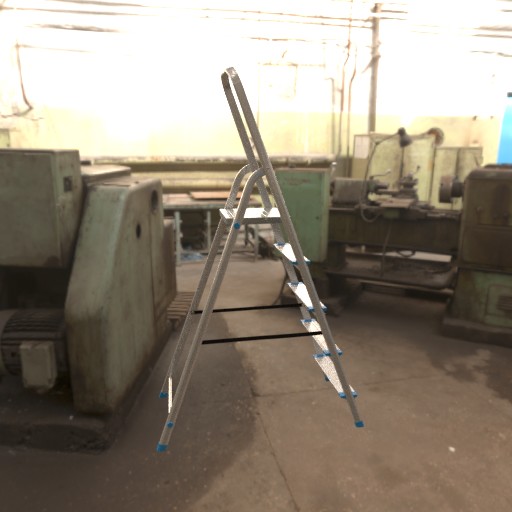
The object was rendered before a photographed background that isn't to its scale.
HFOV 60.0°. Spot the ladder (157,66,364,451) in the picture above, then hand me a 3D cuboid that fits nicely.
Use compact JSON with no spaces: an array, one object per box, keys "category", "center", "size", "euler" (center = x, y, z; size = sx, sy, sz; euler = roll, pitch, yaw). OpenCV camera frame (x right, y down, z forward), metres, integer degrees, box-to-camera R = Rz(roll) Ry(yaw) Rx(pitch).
[{"category":"ladder","center":[0.000,0.000,2.097],"size":[0.990,1.648,0.468],"euler":[-3,14,-10]}]
